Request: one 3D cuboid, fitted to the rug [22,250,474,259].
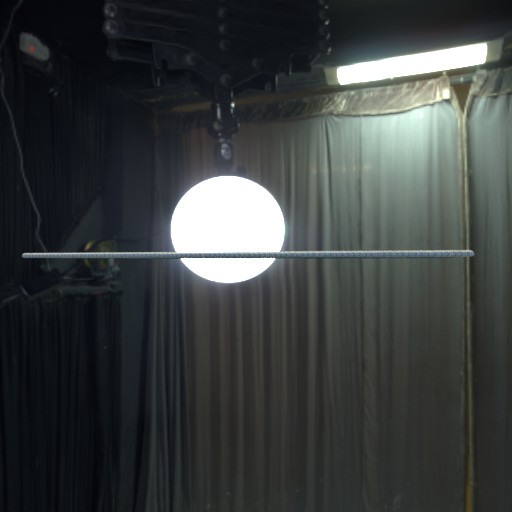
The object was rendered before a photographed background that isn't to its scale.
[{"bbox_3d":[0.000,0.000,2.961,2.450,0.027,1.540,0,-1,18],"label":"rug"}]
